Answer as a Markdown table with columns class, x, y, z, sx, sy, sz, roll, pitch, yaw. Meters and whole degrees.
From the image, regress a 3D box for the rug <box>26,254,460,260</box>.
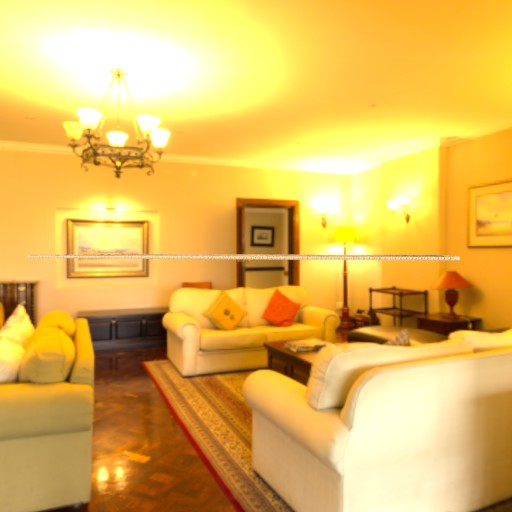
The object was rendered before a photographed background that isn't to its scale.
| class | x | y | z | sx | sy | sz | roll | pitch | yaw |
| --- | --- | --- | --- | --- | --- | --- | --- | --- | --- |
| rug | 0.000 | 0.000 | 2.316 | 1.840 | 0.015 | 1.225 | 0 | 1 | 19 |
